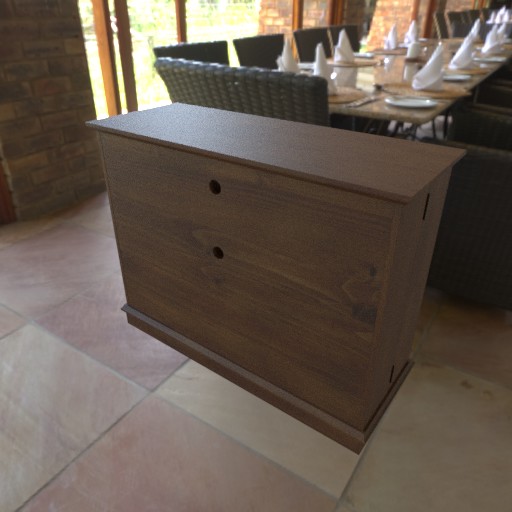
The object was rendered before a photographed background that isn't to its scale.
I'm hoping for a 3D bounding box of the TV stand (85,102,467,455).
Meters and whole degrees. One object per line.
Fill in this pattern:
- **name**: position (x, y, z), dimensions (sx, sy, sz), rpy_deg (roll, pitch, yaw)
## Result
- **TV stand**: position (0.000, 0.000, 1.489), dimensions (1.067, 0.813, 0.406), rpy_deg (20, 35, 31)
